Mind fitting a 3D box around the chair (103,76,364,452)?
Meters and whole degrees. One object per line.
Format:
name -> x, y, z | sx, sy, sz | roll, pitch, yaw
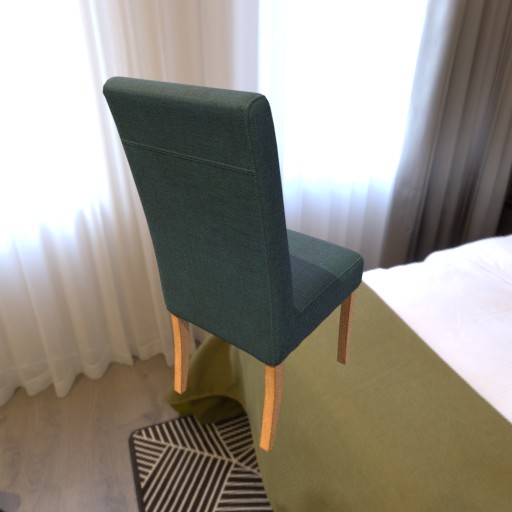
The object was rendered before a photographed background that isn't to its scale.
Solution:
chair -> 0.000, 0.000, 1.335 | 0.450, 1.029, 0.610 | 20, 35, 33
